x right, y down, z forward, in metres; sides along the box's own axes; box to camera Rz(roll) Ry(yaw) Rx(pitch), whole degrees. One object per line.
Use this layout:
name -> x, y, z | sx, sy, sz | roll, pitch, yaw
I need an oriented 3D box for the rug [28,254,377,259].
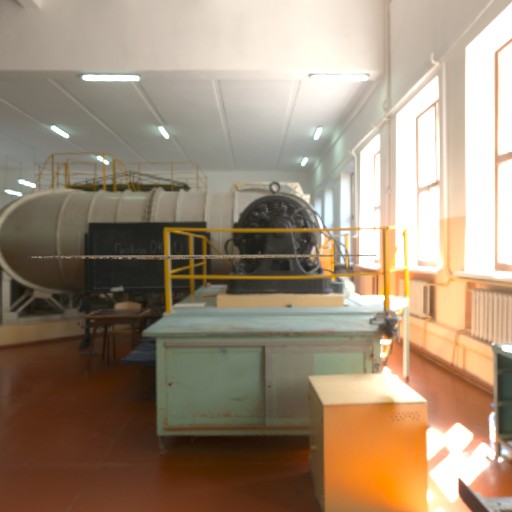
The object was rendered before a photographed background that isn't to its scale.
rug -> 0.000, 0.000, 2.919 | 0.762, 0.011, 2.664 | 0, 0, 35
